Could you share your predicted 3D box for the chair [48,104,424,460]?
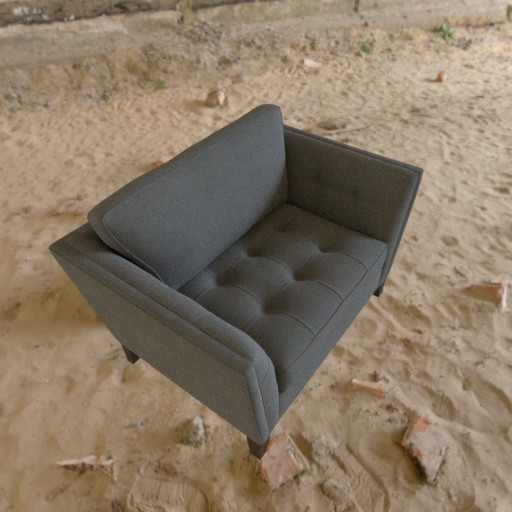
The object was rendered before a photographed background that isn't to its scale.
[{"bbox_3d":[0.000,0.000,2.098,0.965,0.942,1.396,27,49,26],"label":"chair"}]
